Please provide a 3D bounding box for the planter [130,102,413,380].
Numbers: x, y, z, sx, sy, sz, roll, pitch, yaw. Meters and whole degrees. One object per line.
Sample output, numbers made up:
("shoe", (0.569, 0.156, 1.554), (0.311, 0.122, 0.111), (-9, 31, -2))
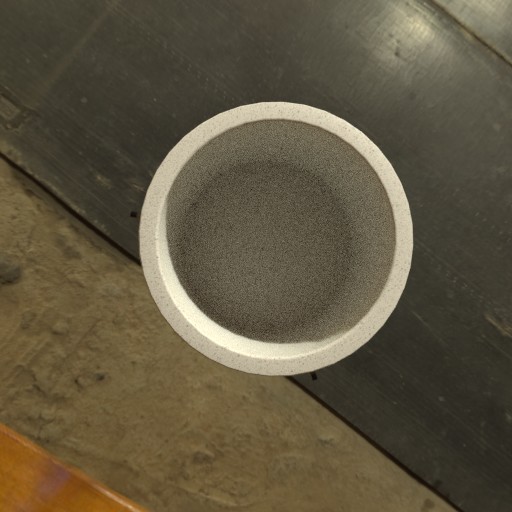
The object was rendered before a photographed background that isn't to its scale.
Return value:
("planter", (0.000, 0.000, 0.557), (0.267, 0.362, 0.263), (0, 89, -1))
